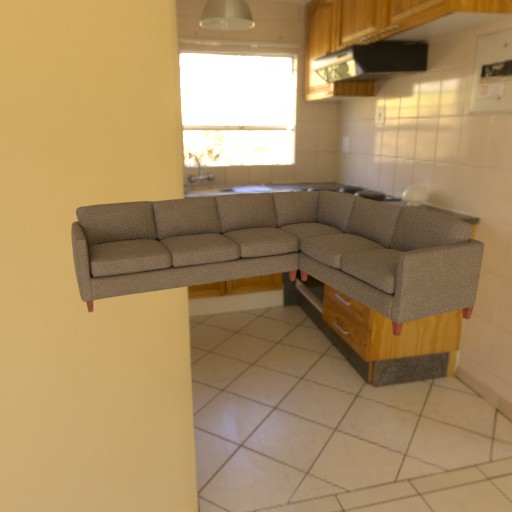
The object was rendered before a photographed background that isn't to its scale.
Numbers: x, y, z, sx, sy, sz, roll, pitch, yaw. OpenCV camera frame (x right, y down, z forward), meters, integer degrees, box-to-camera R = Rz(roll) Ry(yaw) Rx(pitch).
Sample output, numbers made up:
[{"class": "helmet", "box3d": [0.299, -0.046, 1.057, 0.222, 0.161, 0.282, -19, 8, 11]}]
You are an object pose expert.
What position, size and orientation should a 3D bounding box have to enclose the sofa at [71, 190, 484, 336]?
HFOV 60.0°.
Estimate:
[{"class": "sofa", "box3d": [0.000, 0.000, 4.406, 3.302, 0.947, 2.593, -7, 17, -23]}]
